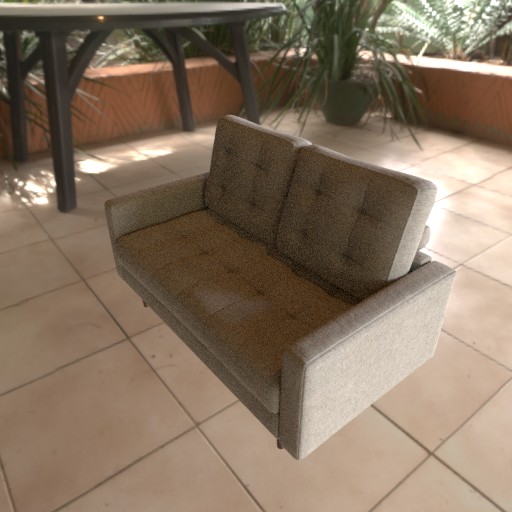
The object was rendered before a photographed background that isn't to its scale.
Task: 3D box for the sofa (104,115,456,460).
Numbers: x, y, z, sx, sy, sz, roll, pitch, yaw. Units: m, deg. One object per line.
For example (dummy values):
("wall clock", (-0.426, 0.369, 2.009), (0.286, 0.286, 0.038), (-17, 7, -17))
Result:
("sofa", (0.000, 0.000, 1.940), (0.842, 0.907, 1.407), (-23, 38, -32))
